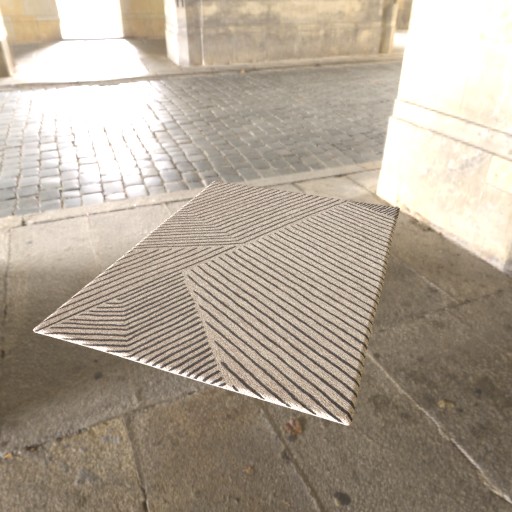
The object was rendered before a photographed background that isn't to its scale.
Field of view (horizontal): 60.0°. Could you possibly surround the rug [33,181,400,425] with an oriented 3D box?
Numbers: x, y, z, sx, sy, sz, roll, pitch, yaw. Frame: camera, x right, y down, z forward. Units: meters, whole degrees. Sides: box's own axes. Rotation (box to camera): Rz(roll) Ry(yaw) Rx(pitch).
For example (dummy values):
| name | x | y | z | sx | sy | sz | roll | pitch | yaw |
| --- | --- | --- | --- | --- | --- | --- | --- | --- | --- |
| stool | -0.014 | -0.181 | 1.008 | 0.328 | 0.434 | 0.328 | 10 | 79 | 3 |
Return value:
| name | x | y | z | sx | sy | sz | roll | pitch | yaw |
| --- | --- | --- | --- | --- | --- | --- | --- | --- | --- |
| rug | 0.000 | 0.000 | 3.242 | 1.829 | 0.028 | 2.449 | 11 | 33 | 17 |
